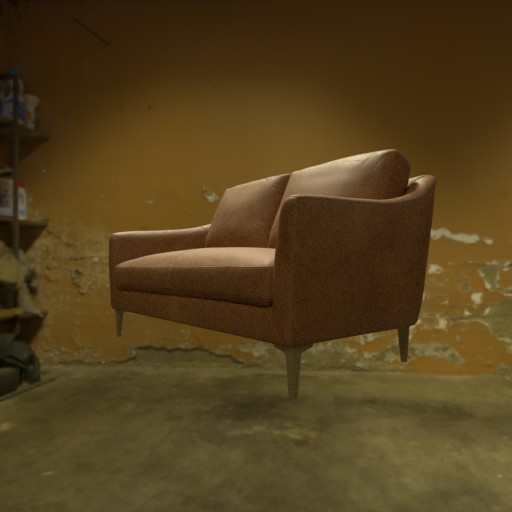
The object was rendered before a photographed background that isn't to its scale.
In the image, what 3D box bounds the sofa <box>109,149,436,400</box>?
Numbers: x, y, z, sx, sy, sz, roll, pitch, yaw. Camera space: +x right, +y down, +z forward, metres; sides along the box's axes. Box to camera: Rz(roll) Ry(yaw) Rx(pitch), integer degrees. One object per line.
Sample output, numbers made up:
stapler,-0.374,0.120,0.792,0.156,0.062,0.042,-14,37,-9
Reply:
sofa,0.000,0.000,2.193,0.960,0.902,1.619,1,-2,-37
